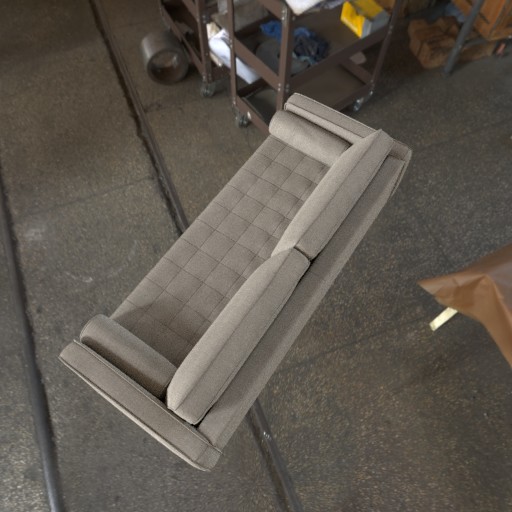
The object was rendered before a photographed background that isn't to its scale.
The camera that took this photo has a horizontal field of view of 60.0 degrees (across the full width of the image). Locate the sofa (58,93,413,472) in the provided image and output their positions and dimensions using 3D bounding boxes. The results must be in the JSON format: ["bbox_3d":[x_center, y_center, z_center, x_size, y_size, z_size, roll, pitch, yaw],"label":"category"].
[{"bbox_3d":[0.000,0.000,2.630,0.914,0.762,2.211,31,67,15],"label":"sofa"}]
